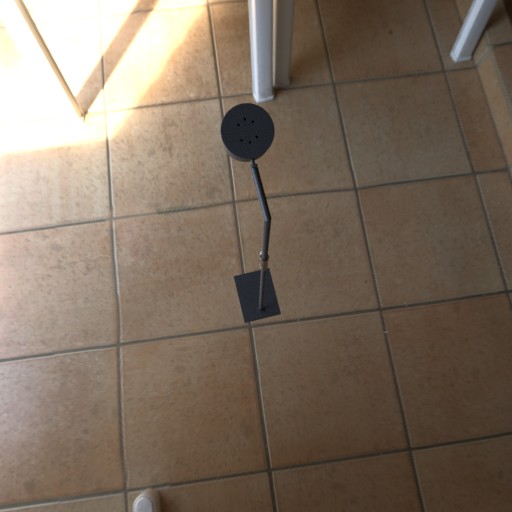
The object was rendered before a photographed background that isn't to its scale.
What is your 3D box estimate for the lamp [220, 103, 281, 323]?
[{"bbox_3d":[0.000,0.000,1.677,0.203,1.600,0.304,-13,76,-3],"label":"lamp"}]
